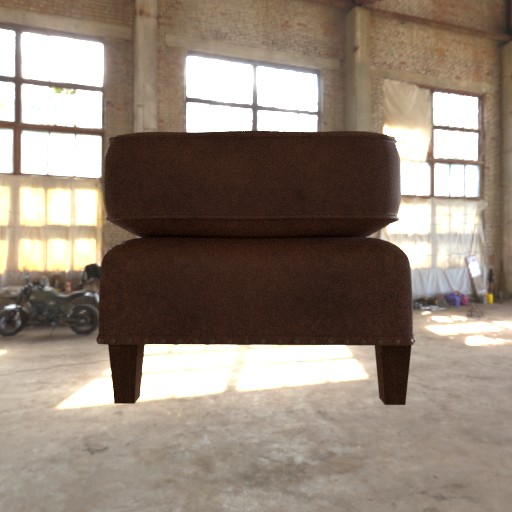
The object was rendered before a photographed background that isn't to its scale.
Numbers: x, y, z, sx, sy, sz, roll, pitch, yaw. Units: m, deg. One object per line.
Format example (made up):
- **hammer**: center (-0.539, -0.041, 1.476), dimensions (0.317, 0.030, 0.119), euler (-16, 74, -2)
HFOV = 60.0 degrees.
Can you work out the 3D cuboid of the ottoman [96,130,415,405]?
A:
- **ottoman**: center (0.000, 0.000, 1.151), dimensions (0.589, 0.537, 0.738), euler (0, 0, 1)
